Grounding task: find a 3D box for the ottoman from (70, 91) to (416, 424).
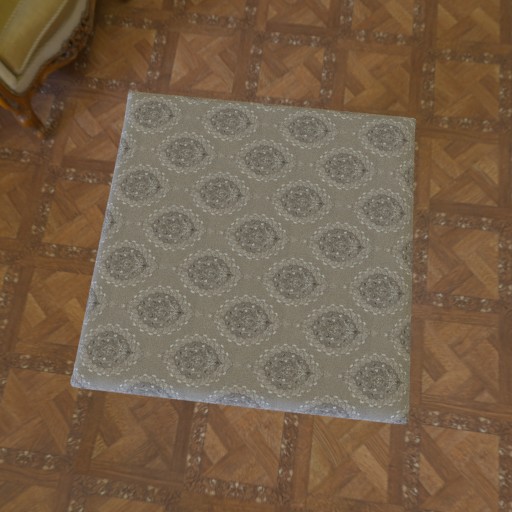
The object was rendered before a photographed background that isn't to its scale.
[{"bbox_3d":[0.000,0.000,1.398,0.890,0.411,0.889,6,76,2],"label":"ottoman"}]
